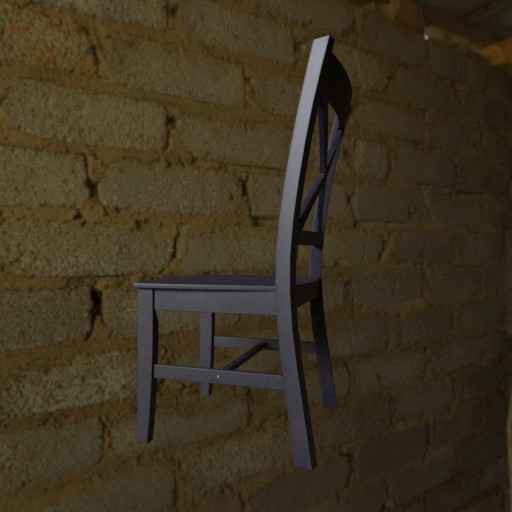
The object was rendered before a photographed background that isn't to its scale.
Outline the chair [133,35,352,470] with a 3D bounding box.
[{"bbox_3d":[0.000,0.000,1.288,0.542,0.983,0.485,0,1,17],"label":"chair"}]
